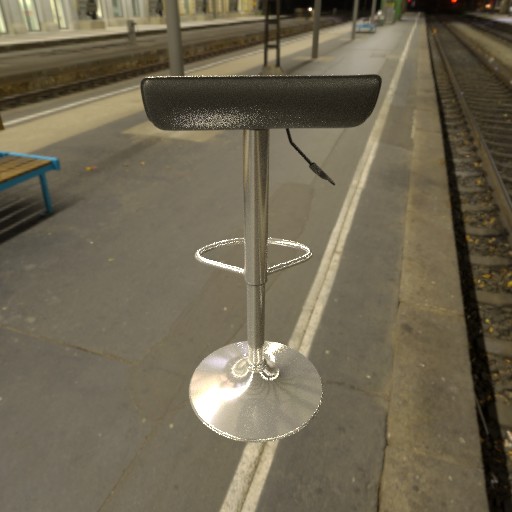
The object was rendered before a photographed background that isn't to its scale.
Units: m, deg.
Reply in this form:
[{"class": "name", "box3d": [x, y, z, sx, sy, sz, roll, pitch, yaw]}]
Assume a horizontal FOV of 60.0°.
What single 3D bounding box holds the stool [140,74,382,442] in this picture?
[{"class": "stool", "box3d": [0.000, 0.000, 1.051, 0.381, 0.851, 0.381, -2, 30, -3]}]
